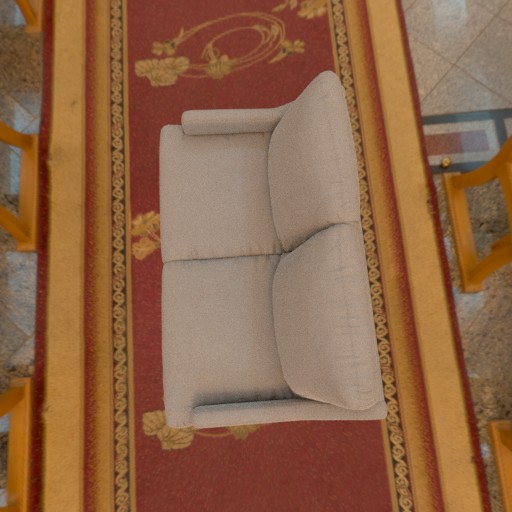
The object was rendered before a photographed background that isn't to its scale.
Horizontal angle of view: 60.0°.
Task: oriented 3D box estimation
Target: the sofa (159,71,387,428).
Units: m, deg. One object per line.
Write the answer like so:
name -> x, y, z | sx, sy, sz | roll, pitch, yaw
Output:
sofa -> 0.000, 0.000, 2.216 | 0.987, 0.921, 1.589 | -4, 76, -1
